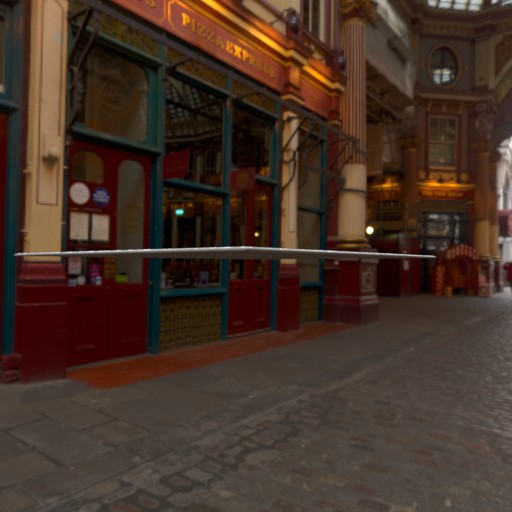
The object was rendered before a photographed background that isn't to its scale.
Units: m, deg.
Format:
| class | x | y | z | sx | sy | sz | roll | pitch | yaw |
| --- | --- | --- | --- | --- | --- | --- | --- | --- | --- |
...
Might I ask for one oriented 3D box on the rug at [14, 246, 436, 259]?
| class | x | y | z | sx | sy | sz | roll | pitch | yaw |
| --- | --- | --- | --- | --- | --- | --- | --- | --- | --- |
| rug | 0.000 | 0.000 | 2.774 | 1.578 | 0.014 | 2.206 | -1 | -1 | 37 |
